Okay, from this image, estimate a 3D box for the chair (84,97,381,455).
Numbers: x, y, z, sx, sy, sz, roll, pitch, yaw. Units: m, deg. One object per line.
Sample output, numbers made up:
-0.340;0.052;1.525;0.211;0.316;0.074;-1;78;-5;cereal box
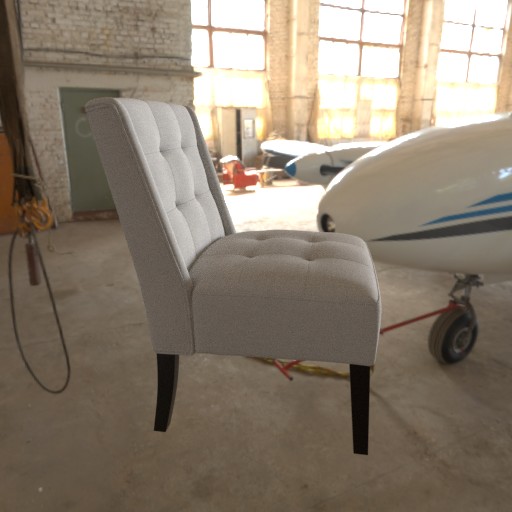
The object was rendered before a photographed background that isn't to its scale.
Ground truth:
0.000;0.000;1.282;0.676;0.853;0.569;3;17;9;chair
